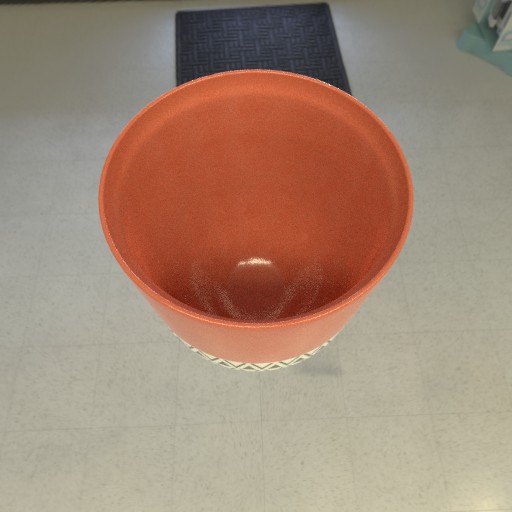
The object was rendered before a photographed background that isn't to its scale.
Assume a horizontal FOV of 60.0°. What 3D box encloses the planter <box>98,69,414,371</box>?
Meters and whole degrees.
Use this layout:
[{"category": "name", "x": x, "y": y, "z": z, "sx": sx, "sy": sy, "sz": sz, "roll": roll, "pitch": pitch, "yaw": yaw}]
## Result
[{"category": "planter", "x": 0.000, "y": 0.000, "z": 0.371, "sx": 0.195, "sy": 0.214, "sz": 0.195, "roll": 0, "pitch": 63, "yaw": 0}]
